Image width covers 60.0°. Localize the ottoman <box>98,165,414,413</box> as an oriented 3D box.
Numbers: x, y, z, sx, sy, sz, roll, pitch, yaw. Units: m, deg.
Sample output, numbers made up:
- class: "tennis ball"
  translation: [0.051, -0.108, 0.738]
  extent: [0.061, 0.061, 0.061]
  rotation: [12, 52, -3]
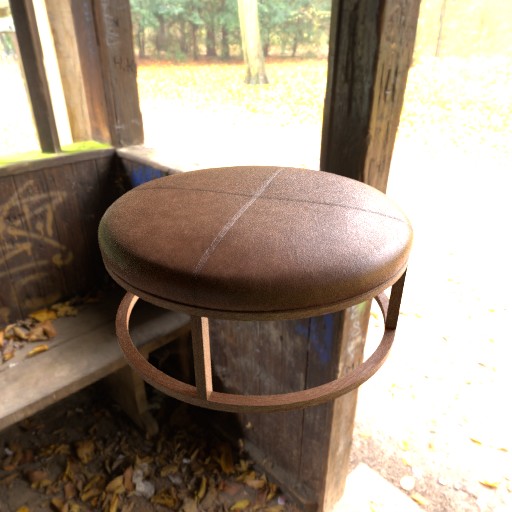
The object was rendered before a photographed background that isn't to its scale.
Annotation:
- class: "ottoman"
  translation: [0.000, 0.000, 1.543]
  extent: [1.006, 0.445, 1.006]
  rotation: [0, 28, 0]
